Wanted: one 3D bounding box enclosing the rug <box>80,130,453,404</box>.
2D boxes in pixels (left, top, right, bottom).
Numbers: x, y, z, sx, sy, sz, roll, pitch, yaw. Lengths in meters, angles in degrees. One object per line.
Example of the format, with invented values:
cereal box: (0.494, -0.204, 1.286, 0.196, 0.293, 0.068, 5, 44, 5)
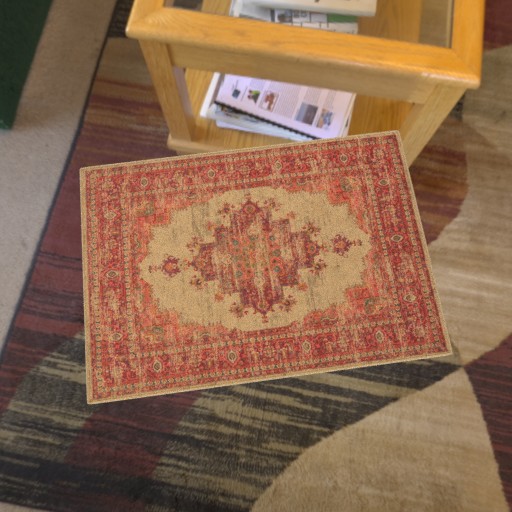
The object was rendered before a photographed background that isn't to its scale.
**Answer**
rug: (0.000, 0.000, 2.875, 2.232, 0.011, 1.555, -7, 75, -2)
